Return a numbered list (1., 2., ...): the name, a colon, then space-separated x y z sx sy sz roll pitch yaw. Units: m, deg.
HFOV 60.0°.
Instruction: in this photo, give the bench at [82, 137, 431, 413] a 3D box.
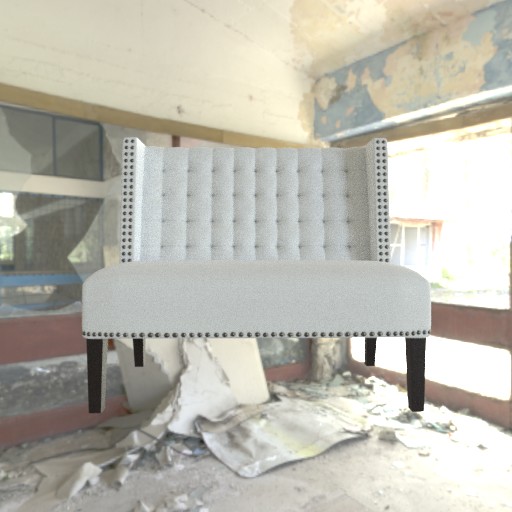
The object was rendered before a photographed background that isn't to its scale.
1. bench: 0.000 0.000 1.966 1.280 1.123 0.847 0 1 -1
